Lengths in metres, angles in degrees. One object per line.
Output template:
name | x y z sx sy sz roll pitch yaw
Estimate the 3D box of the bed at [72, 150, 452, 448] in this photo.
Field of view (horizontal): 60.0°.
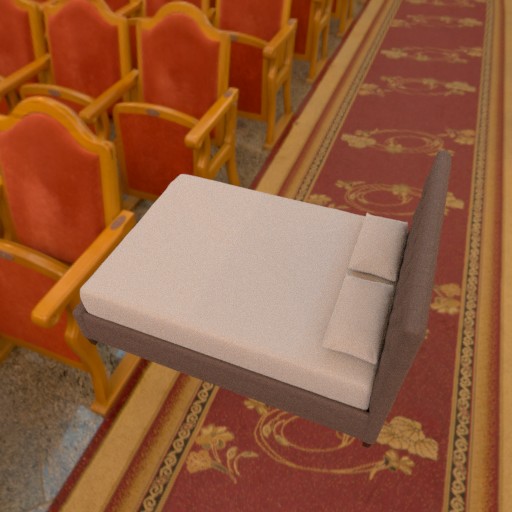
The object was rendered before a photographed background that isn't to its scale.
bed | 0.000 0.000 3.422 2.387 1.427 1.698 16 48 15
